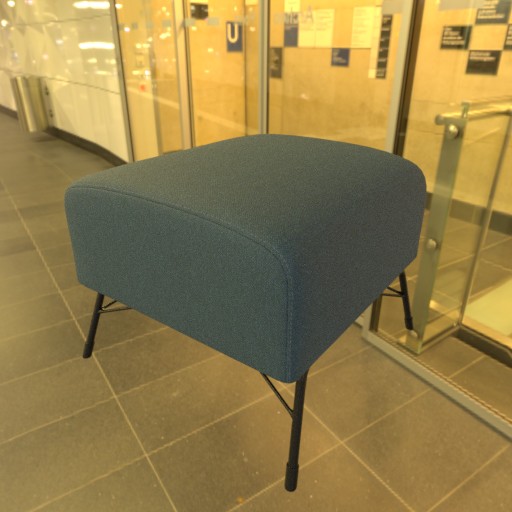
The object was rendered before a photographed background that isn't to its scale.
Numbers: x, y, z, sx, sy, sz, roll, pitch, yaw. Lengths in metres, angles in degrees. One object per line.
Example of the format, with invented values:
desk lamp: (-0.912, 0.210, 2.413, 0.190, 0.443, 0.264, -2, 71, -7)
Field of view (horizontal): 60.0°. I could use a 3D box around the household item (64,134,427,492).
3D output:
household item: (0.000, 0.000, 0.894, 0.530, 0.420, 0.530, 18, 31, 33)
